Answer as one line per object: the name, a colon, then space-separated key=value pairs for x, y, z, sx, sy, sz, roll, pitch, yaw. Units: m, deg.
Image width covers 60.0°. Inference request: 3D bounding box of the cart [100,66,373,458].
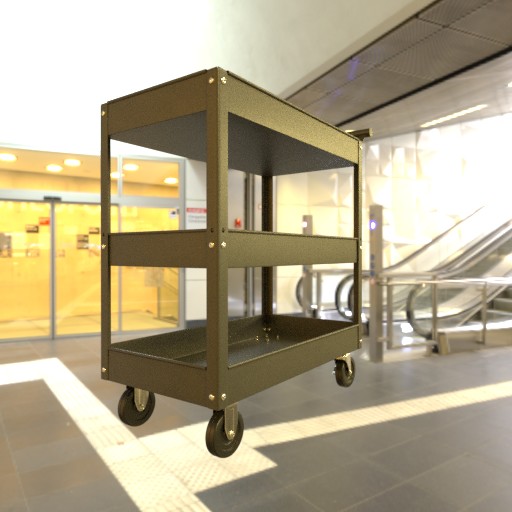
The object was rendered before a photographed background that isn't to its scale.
cart: x=0.000 y=0.000 z=1.183 sx=0.366 sy=0.780 sz=0.719 roll=0 pitch=0 yaw=36
